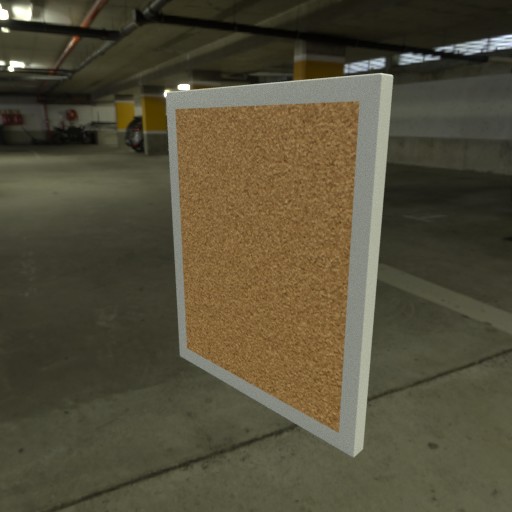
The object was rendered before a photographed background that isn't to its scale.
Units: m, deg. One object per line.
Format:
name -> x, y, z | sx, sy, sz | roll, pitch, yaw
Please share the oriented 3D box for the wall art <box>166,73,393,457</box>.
wall art -> 0.000, 0.000, 0.772 | 0.454, 0.556, 0.028 | 16, 22, 42
